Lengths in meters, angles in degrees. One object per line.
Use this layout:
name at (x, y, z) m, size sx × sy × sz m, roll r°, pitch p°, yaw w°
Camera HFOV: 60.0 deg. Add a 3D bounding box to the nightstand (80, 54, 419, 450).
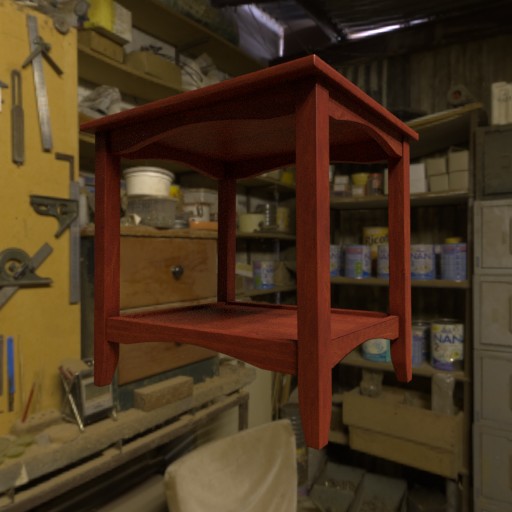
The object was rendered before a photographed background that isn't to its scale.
nightstand at (0.000, 0.000, 0.975) m, size 0.558 × 0.558 × 0.501 m, roll 0°, pitch 0°, yaw 36°
